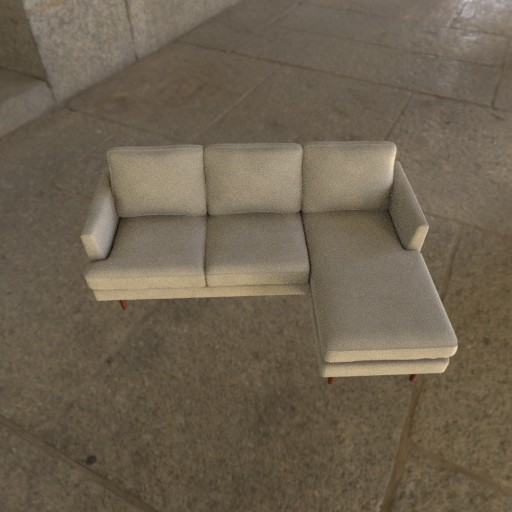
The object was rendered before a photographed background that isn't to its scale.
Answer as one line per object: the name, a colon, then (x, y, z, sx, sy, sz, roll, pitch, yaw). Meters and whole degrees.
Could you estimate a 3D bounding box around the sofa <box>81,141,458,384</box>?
sofa: (0.000, 0.000, 2.951, 2.233, 0.956, 1.504, -2, 46, -2)
